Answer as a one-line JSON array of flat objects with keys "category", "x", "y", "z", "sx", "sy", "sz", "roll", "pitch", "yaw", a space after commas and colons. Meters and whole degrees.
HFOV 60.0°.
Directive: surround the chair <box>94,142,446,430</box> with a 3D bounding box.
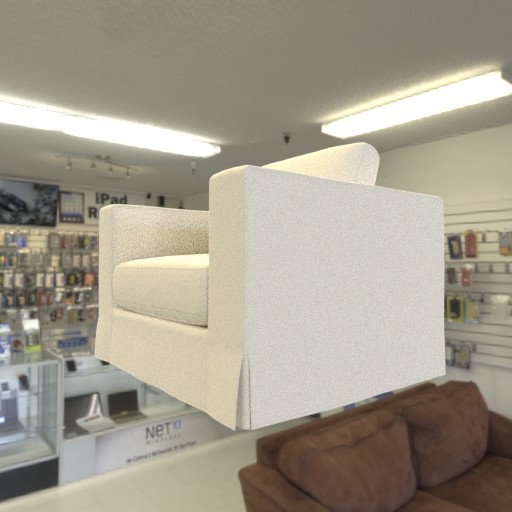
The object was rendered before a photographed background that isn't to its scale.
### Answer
[{"category": "chair", "x": 0.000, "y": 0.000, "z": 1.809, "sx": 0.957, "sy": 0.878, "sz": 1.150, "roll": 1, "pitch": -1, "yaw": -37}]
